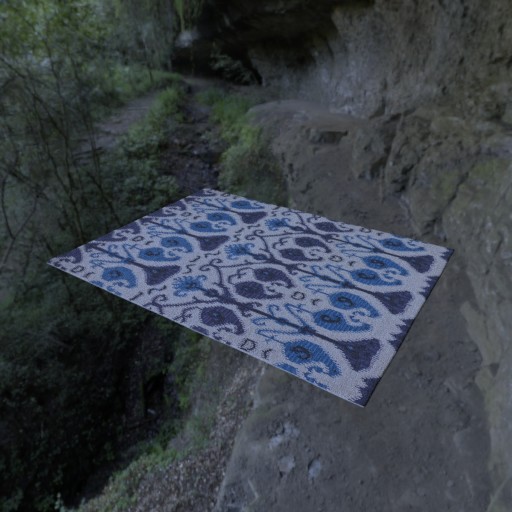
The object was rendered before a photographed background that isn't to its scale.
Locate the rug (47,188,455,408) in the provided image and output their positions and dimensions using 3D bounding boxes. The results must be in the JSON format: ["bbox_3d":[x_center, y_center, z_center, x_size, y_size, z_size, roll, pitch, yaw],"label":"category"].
[{"bbox_3d":[0.000,0.000,4.372,3.228,0.024,2.443,18,34,29],"label":"rug"}]
